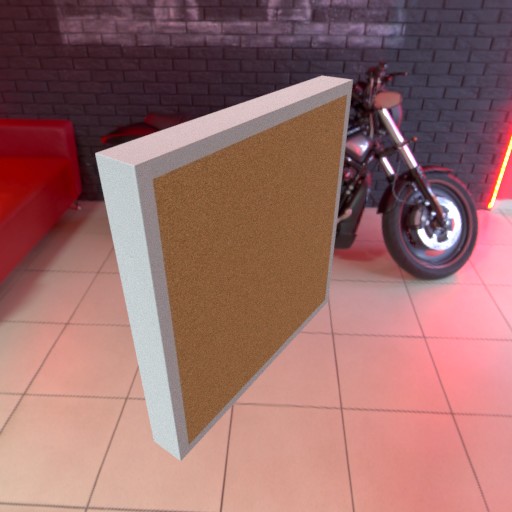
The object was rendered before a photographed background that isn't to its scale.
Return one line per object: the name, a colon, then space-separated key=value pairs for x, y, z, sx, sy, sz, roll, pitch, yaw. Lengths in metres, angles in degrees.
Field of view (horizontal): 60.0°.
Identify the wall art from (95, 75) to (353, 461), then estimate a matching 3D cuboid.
wall art: x=0.000 y=0.000 z=0.464 sx=0.038 sy=0.305 sz=0.305 roll=21 pitch=39 yaw=29
